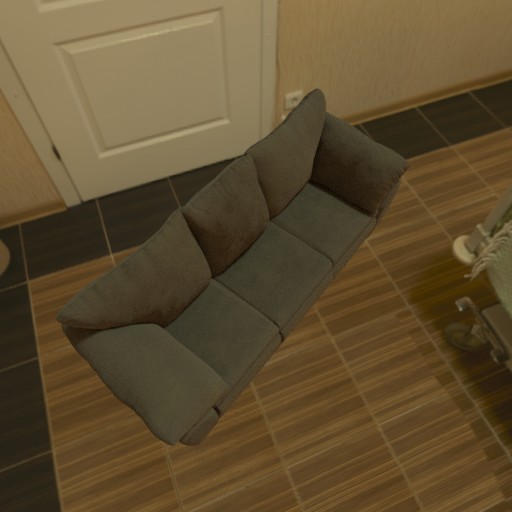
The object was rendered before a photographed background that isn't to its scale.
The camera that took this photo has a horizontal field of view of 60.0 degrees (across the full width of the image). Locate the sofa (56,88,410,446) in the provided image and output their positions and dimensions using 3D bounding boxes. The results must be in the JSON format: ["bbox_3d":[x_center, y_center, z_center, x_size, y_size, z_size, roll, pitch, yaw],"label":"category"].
[{"bbox_3d":[0.000,0.000,2.832,0.878,1.073,2.336,34,63,20],"label":"sofa"}]
